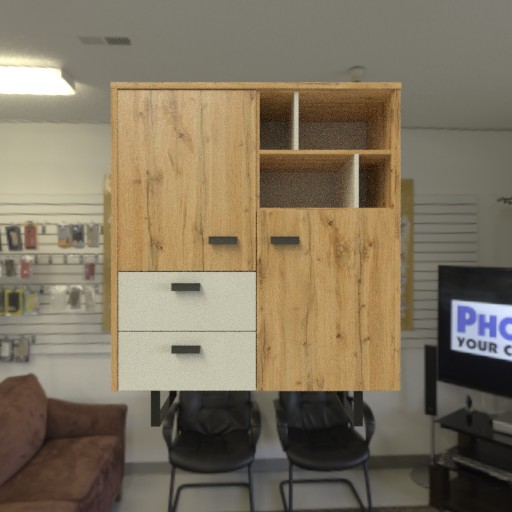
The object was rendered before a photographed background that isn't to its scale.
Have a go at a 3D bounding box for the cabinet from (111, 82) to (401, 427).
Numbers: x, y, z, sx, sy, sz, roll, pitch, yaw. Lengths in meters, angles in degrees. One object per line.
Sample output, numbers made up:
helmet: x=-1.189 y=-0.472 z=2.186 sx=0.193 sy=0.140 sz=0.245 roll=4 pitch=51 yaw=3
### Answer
cabinet: x=0.000 y=0.000 z=1.999 sx=1.168 sy=1.397 sz=0.473 roll=0 pitch=0 yaw=0
